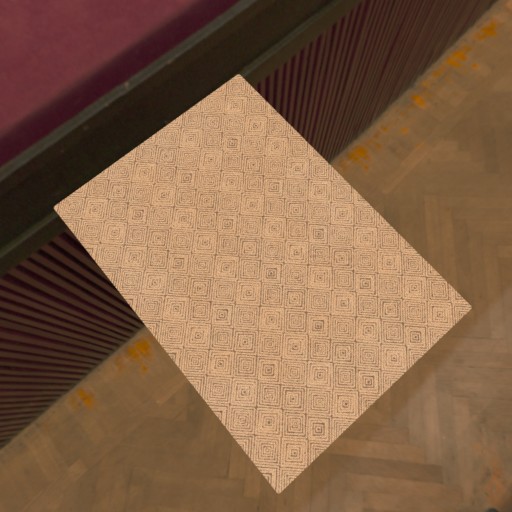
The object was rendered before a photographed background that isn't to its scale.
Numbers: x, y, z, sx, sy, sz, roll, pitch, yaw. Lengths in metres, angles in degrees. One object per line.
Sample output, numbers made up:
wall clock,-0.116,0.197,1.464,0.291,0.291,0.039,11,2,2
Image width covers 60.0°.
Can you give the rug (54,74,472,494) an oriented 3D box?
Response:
rug,0.000,0.000,2.822,1.593,0.008,2.238,-39,78,-10
